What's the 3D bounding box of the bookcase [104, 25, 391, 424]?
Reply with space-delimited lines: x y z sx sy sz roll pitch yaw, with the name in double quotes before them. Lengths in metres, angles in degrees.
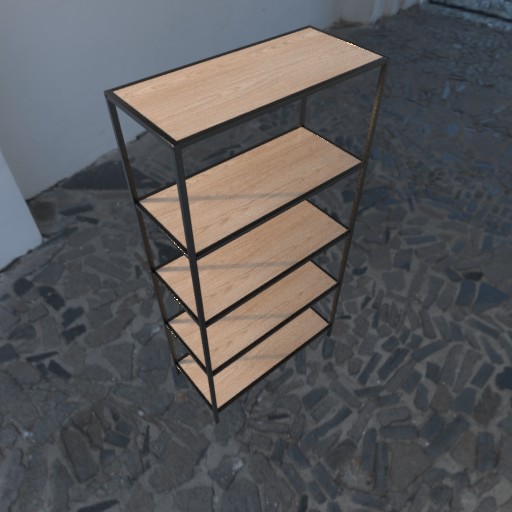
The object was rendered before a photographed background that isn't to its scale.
"bookcase" 0.000 0.000 1.800 0.770 1.500 0.350 -31 54 -26
